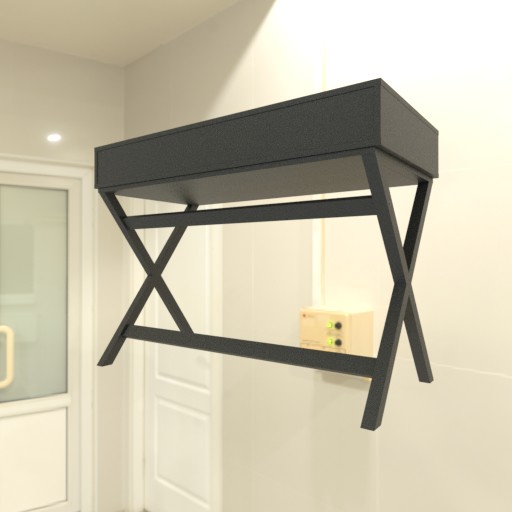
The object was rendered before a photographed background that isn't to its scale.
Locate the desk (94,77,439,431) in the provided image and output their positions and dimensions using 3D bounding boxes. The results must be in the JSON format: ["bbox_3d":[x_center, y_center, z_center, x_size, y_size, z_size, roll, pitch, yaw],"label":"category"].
[{"bbox_3d":[0.000,0.000,1.495,1.057,0.780,0.525,0,0,36],"label":"desk"}]
